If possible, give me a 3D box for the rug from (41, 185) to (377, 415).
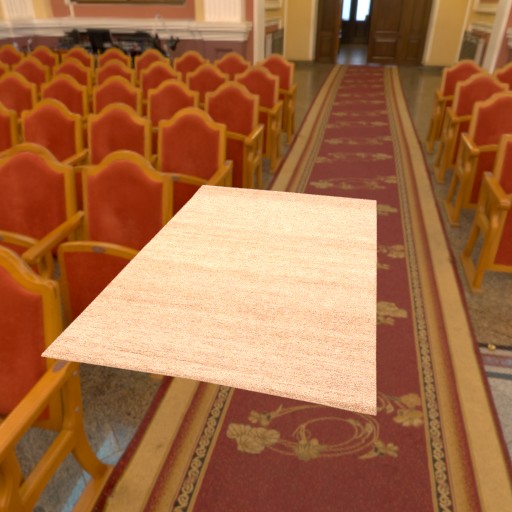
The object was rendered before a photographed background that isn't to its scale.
[{"bbox_3d":[0.000,0.000,2.962,1.574,0.029,2.346,7,30,12],"label":"rug"}]
